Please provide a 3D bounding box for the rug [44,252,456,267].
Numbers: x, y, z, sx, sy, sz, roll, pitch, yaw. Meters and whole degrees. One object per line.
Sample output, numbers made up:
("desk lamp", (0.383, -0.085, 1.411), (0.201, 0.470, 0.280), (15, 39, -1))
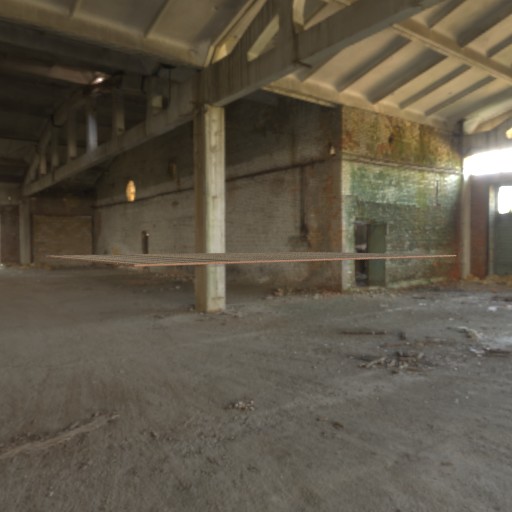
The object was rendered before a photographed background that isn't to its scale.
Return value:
("rug", (0.000, 0.000, 2.349), (1.829, 0.008, 1.219), (-1, 2, -37))
